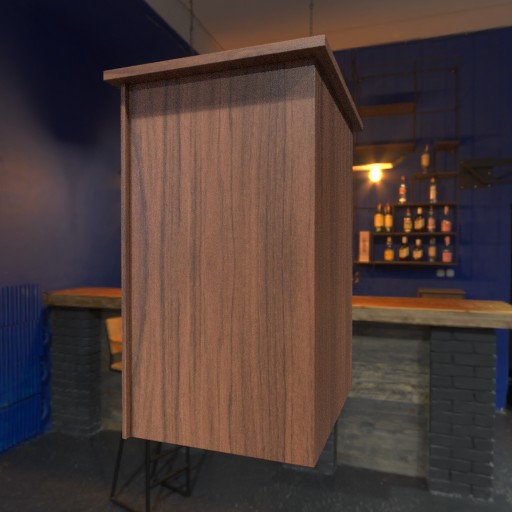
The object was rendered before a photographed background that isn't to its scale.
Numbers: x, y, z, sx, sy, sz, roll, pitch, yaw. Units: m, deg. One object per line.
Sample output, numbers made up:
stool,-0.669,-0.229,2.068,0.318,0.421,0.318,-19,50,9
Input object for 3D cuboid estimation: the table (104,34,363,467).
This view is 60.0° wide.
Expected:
table,0.000,0.000,0.922,0.381,0.636,0.480,0,1,20
